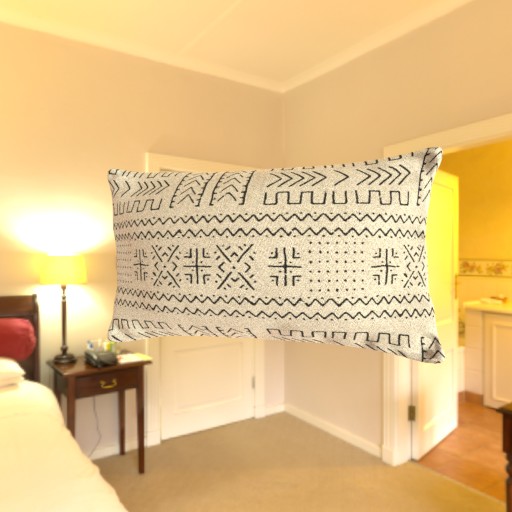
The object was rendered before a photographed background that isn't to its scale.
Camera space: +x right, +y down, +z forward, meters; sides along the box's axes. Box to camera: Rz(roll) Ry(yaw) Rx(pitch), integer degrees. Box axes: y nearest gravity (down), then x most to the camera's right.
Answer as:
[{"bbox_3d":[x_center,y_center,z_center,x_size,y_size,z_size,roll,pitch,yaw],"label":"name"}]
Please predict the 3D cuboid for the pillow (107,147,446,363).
[{"bbox_3d":[0.000,0.000,0.800,0.637,0.352,0.188,0,0,17],"label":"pillow"}]
